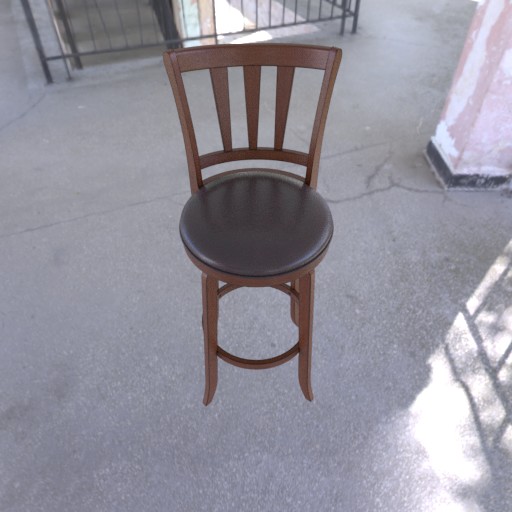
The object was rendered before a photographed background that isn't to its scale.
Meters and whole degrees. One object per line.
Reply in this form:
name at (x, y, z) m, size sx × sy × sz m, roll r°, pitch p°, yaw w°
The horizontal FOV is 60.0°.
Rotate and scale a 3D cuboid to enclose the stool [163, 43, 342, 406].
stool at (0.000, 0.000, 1.436) m, size 0.464 × 1.177 × 0.503 m, roll -2°, pitch 45°, yaw -2°
